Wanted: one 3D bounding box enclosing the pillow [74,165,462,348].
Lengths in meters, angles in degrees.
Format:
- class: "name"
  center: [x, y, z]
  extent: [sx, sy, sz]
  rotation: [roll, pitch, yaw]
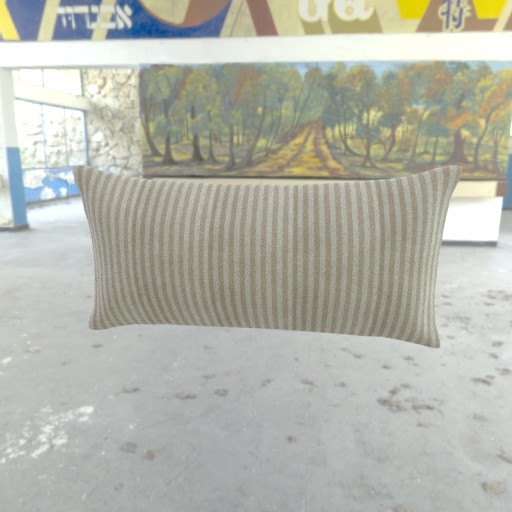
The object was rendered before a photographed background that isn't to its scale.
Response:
- class: "pillow"
  center: [0.000, 0.000, 0.731]
  extent: [0.617, 0.295, 0.151]
  rotation: [2, 13, 8]
